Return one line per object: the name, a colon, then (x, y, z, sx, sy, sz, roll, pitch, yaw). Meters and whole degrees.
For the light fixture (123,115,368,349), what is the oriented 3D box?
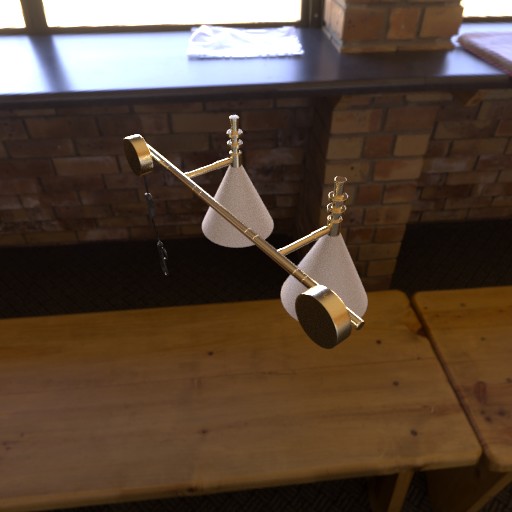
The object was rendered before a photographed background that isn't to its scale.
light fixture: (0.000, 0.000, 0.878, 0.239, 0.468, 0.642, -26, 47, -27)
